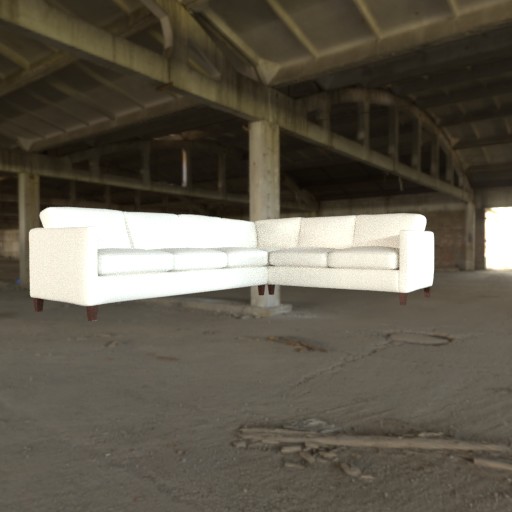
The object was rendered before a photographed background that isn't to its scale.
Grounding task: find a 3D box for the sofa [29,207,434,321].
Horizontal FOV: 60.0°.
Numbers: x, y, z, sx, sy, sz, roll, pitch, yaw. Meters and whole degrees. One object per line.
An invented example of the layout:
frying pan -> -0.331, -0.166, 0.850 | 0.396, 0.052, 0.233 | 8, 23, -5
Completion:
sofa -> 0.000, 0.000, 4.403 | 2.593, 0.947, 3.302 | 1, 1, 37
